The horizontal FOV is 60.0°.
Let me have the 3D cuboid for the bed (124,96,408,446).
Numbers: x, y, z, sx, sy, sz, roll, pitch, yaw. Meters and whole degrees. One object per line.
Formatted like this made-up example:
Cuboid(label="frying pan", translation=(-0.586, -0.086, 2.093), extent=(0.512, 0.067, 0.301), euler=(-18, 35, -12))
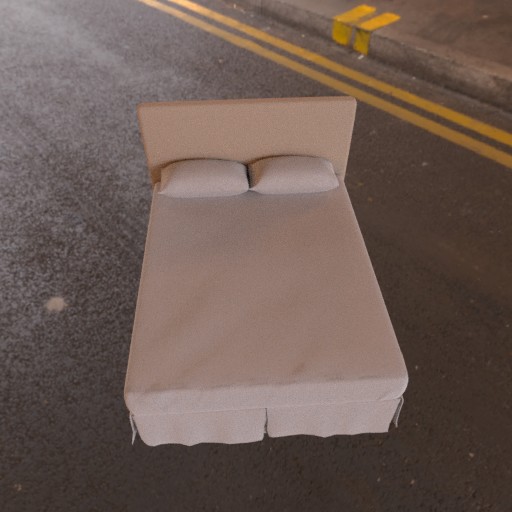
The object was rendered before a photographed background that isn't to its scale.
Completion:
Cuboid(label="bed", translation=(0.000, 0.000, 3.155), extent=(1.748, 1.330, 2.142), euler=(-3, 46, -3))
